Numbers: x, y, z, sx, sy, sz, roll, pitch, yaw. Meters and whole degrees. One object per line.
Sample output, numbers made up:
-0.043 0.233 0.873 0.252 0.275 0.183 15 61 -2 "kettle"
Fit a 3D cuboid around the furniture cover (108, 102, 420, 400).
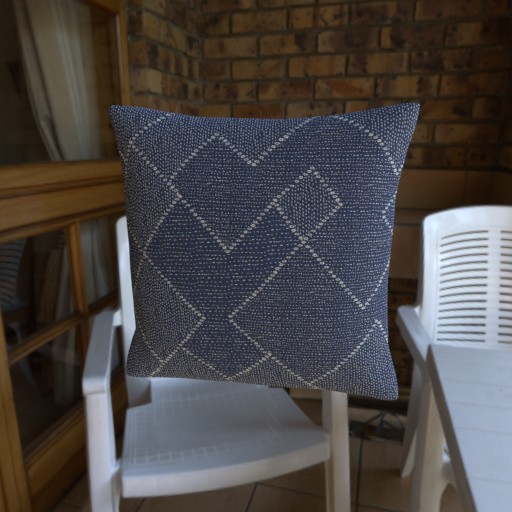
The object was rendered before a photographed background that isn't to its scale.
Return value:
0.000 0.000 0.769 0.511 0.503 0.162 2 15 9 "furniture cover"
